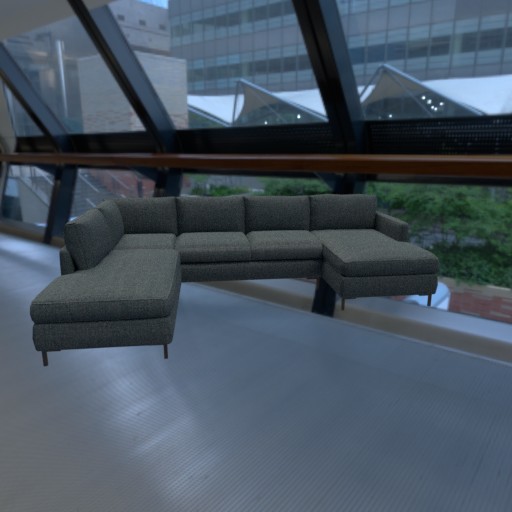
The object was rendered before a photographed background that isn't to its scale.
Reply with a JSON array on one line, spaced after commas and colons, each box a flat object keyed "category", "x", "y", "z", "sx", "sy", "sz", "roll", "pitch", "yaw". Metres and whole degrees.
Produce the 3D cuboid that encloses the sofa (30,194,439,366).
[{"category": "sofa", "x": 0.000, "y": 0.000, "z": 3.452, "sx": 2.737, "sy": 0.753, "sz": 1.879, "roll": -2, "pitch": 15, "yaw": -7}]
